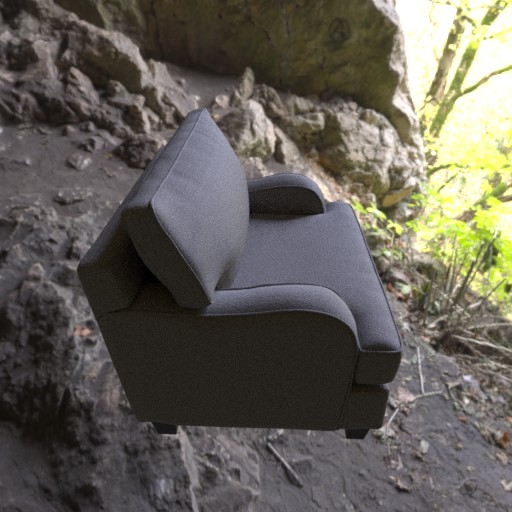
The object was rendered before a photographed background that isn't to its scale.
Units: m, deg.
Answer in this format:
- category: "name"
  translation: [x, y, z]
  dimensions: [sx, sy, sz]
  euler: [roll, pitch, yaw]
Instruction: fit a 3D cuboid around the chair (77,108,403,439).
- category: "chair"
  translation: [0.000, 0.000, 1.957]
  dimensions: [1.040, 1.016, 1.220]
  euler: [1, 31, 1]
